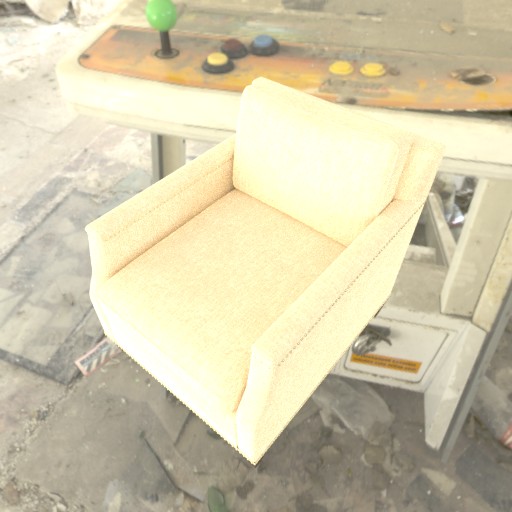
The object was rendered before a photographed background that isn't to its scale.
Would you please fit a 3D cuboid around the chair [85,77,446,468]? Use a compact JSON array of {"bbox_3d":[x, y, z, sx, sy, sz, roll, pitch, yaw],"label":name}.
[{"bbox_3d":[0.000,0.000,1.709,0.838,0.940,1.041,31,54,26],"label":"chair"}]
